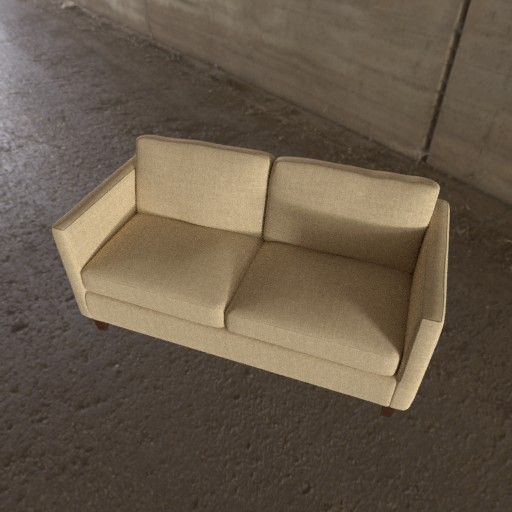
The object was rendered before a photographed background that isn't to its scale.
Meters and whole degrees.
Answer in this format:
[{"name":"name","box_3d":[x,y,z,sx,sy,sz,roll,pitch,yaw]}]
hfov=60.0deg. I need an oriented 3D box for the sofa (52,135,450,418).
[{"name":"sofa","box_3d":[0.000,0.000,2.443,1.884,0.963,0.950,13,42,15]}]
